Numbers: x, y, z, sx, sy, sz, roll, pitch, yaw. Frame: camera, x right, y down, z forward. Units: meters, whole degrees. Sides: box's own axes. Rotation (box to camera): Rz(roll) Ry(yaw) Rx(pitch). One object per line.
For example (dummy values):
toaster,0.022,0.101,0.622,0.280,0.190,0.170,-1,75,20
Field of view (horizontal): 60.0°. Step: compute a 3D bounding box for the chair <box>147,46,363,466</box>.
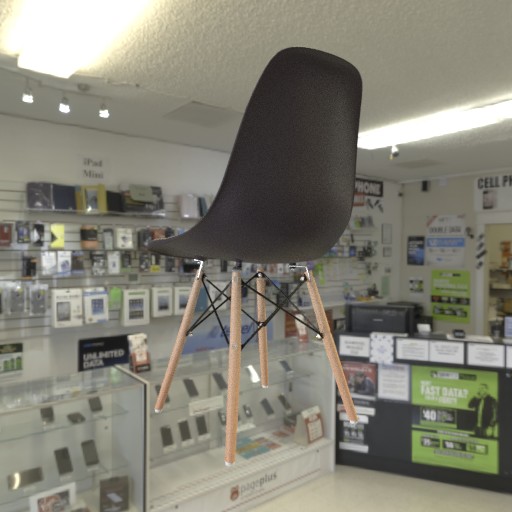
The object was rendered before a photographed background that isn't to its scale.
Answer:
chair,0.000,0.000,1.120,0.470,0.825,0.533,0,1,-36
